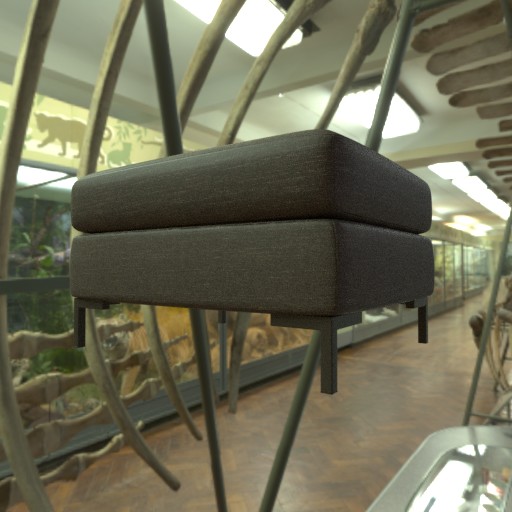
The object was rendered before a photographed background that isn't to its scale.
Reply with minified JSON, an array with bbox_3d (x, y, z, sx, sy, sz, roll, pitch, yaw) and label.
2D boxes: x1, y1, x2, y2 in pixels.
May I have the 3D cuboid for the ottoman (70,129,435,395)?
[{"bbox_3d":[0.000,0.000,1.232,0.820,0.490,0.671,-1,-1,35],"label":"ottoman"}]
